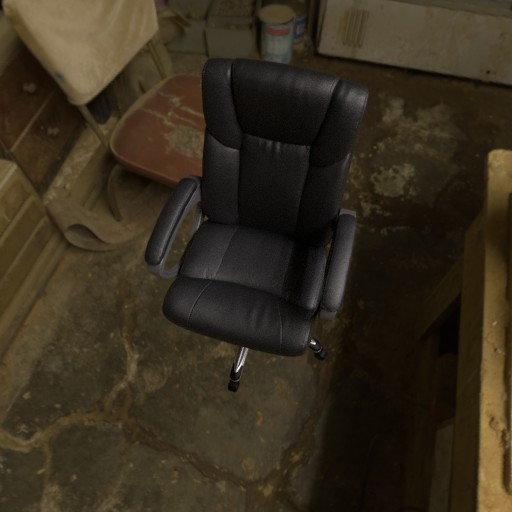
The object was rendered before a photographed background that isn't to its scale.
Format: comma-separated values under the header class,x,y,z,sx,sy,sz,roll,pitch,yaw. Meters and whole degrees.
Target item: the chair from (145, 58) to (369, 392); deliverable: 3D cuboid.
class,x,y,z,sx,sy,sz,roll,pitch,yaw
chair,0.000,0.000,1.610,0.721,1.130,0.719,15,60,9
